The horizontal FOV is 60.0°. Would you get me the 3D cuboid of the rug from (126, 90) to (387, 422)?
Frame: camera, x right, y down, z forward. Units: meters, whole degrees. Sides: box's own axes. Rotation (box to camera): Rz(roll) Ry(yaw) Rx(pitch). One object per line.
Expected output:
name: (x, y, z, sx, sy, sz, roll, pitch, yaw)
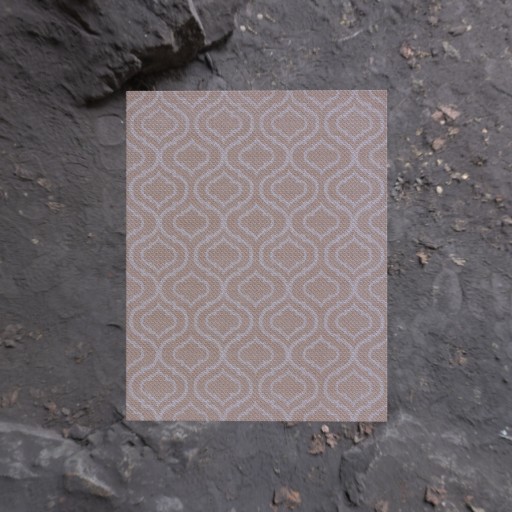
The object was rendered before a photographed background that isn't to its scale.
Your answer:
rug: (0.000, 0.000, 3.884, 2.286, 0.013, 2.894, 0, 90, 1)
